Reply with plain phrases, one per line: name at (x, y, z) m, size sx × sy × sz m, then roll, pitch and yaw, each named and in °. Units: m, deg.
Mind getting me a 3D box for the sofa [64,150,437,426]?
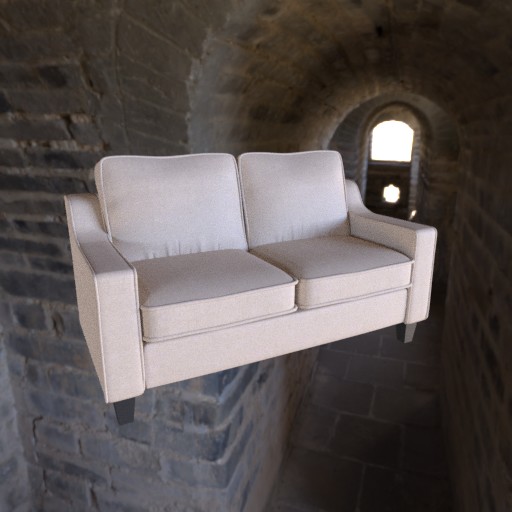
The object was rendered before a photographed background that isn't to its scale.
sofa at (0.000, 0.000, 3.488) m, size 2.587 × 1.562 × 1.351 m, roll -8°, pitch 18°, yaw -27°
